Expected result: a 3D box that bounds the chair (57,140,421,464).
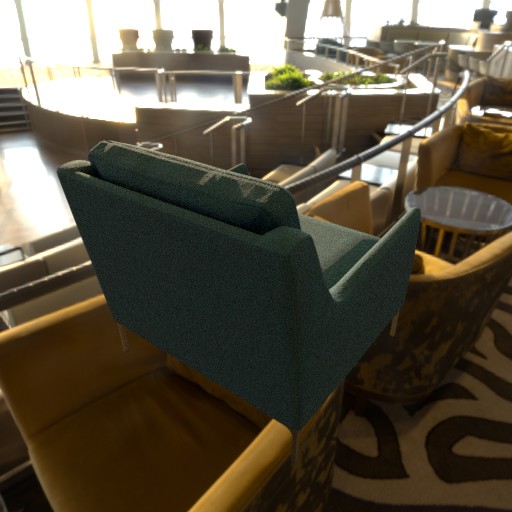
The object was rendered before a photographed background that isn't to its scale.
[{"bbox_3d":[0.000,0.000,1.519,0.847,0.828,0.849,21,36,32],"label":"chair"}]
